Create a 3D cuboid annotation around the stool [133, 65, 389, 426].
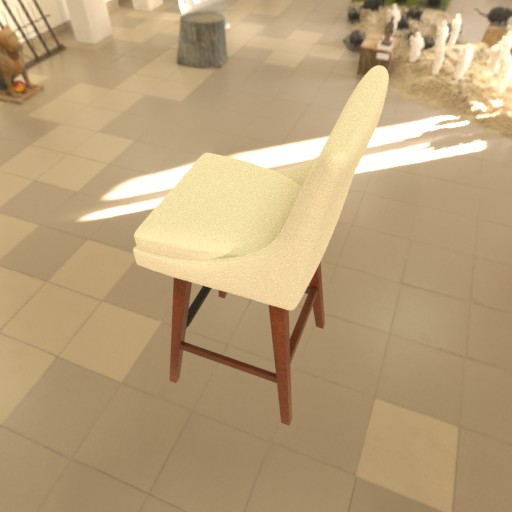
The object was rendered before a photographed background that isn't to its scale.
[{"bbox_3d":[0.000,0.000,1.375,0.559,1.097,0.470,16,47,15],"label":"stool"}]
